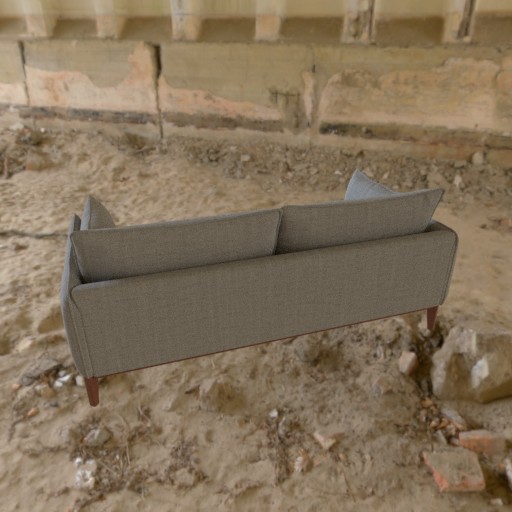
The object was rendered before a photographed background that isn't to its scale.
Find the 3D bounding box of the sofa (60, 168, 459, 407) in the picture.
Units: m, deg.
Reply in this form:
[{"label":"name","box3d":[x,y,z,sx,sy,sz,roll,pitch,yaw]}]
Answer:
[{"label":"sofa","box3d":[0.000,0.000,2.497,1.989,0.851,0.972,-8,28,-16]}]
